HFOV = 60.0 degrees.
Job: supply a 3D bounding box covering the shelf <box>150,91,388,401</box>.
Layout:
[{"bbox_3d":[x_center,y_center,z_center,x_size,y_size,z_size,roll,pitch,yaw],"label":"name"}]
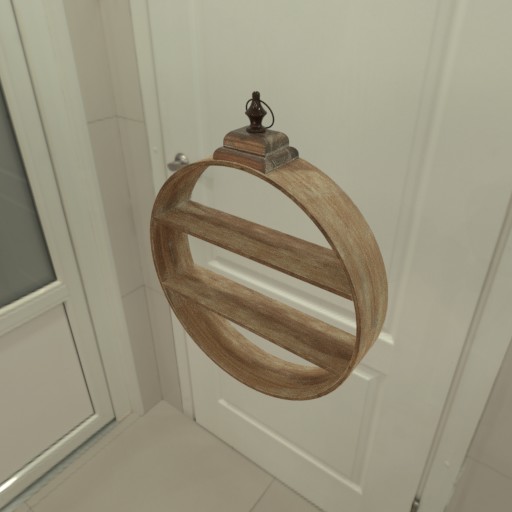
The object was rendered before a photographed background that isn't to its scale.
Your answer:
[{"bbox_3d":[0.000,0.000,1.020,0.601,0.725,0.125,22,38,31],"label":"shelf"}]
